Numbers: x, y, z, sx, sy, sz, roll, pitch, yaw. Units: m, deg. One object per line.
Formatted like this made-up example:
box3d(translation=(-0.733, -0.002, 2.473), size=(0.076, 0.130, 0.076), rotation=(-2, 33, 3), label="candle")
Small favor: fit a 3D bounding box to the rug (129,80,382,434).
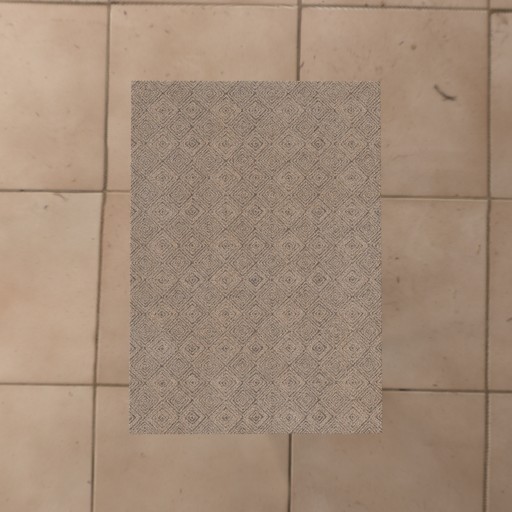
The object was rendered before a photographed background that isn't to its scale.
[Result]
box3d(translation=(0.000, 0.000, 2.816), size=(1.593, 0.008, 2.238), rotation=(0, 89, 0), label="rug")
